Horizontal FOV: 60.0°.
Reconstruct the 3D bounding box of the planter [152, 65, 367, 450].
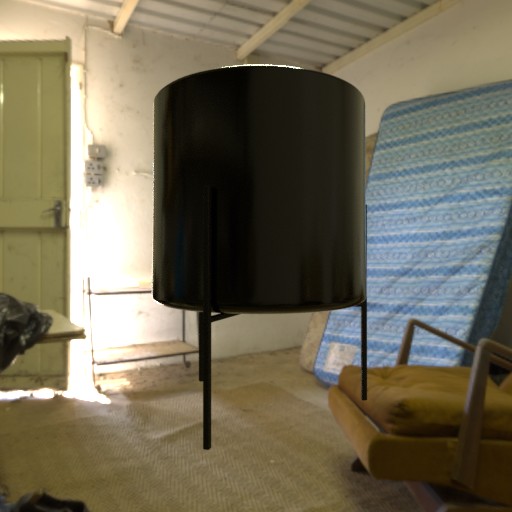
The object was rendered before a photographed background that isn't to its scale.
[{"bbox_3d":[0.000,0.000,0.644,0.310,0.432,0.310,0,0,37],"label":"planter"}]
